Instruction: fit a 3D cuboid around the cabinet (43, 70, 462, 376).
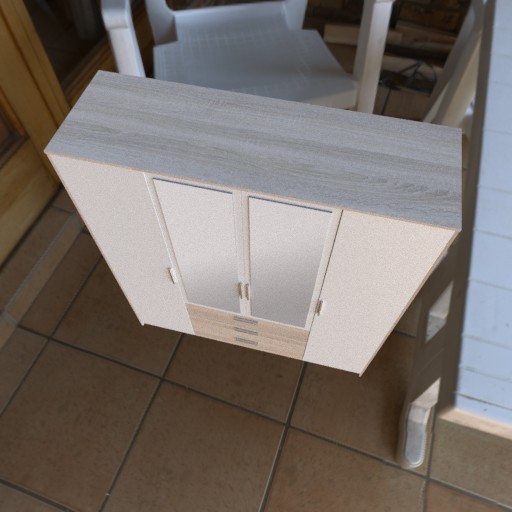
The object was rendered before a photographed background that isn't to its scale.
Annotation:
[{"bbox_3d":[0.000,0.000,2.952,1.870,2.060,0.620,12,59,7],"label":"cabinet"}]
